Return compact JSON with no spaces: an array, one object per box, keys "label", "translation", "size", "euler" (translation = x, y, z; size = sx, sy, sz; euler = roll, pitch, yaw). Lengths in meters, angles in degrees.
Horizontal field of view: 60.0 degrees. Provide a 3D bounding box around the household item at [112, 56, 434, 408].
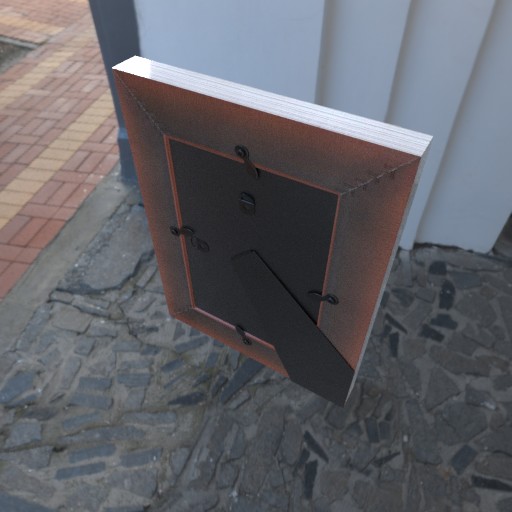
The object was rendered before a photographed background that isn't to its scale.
[{"label":"household item","translation":[0.000,0.000,0.288],"size":[0.165,0.216,0.025],"euler":[23,50,21]}]
